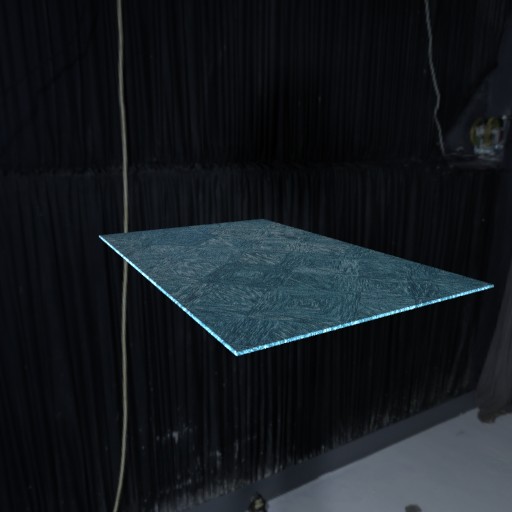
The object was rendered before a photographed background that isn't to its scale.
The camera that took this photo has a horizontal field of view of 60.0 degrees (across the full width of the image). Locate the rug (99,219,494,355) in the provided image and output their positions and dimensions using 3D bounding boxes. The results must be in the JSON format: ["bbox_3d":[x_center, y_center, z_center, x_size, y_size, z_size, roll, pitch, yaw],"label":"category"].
[{"bbox_3d":[0.000,0.000,2.852,1.490,0.015,2.277,-8,17,-29],"label":"rug"}]
